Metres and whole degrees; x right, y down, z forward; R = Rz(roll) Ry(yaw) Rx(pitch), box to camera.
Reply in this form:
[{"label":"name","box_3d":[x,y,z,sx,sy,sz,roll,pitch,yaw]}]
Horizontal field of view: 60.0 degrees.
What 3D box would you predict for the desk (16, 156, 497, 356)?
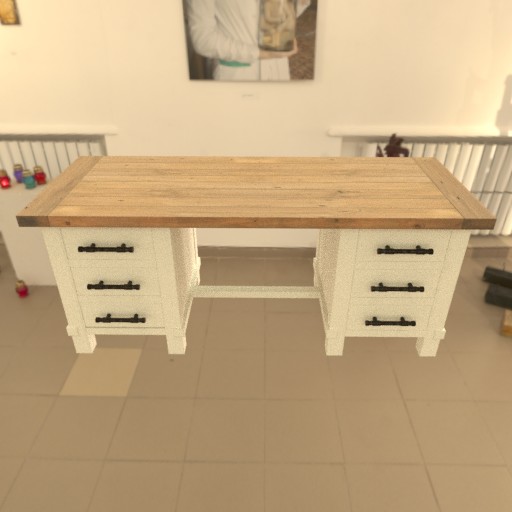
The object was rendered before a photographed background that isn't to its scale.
[{"label":"desk","box_3d":[0.000,0.000,2.153,1.803,0.760,0.688,0,31,1]}]
